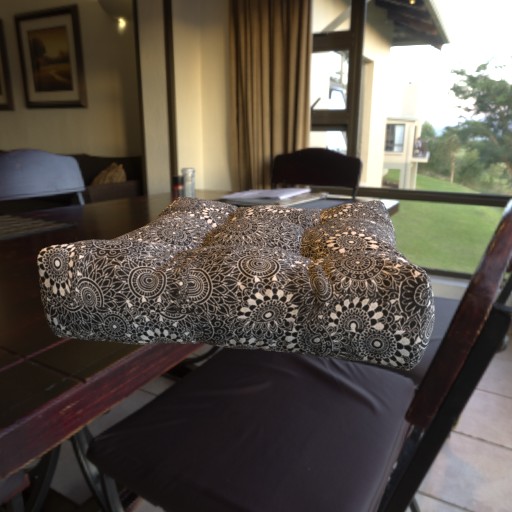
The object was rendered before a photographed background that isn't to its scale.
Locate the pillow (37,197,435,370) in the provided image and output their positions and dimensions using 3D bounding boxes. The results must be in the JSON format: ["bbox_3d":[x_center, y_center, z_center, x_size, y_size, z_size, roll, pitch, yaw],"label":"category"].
[{"bbox_3d":[0.000,0.000,0.715,0.468,0.128,0.490,3,16,10],"label":"pillow"}]
